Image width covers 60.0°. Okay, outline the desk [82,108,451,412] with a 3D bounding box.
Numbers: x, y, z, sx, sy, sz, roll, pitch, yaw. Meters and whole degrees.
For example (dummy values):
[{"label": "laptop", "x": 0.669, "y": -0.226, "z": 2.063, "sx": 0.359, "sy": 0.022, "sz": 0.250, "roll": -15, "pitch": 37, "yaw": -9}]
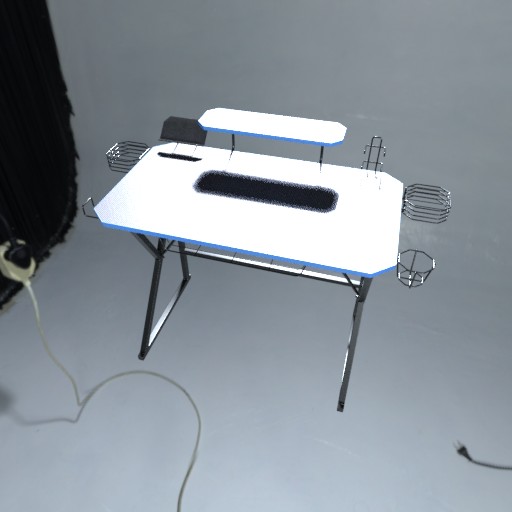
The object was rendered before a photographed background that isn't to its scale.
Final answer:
[{"label": "desk", "x": 0.000, "y": 0.000, "z": 1.731, "sx": 1.295, "sy": 0.909, "sz": 0.594, "roll": 11, "pitch": 43, "yaw": 12}]
